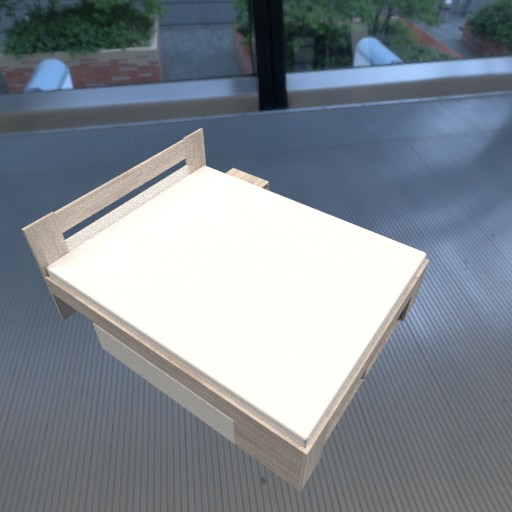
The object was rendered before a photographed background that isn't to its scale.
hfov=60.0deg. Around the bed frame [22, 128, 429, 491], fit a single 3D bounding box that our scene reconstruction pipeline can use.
[{"bbox_3d":[0.000,0.000,3.158,2.050,0.860,2.040,26,48,26],"label":"bed frame"}]
